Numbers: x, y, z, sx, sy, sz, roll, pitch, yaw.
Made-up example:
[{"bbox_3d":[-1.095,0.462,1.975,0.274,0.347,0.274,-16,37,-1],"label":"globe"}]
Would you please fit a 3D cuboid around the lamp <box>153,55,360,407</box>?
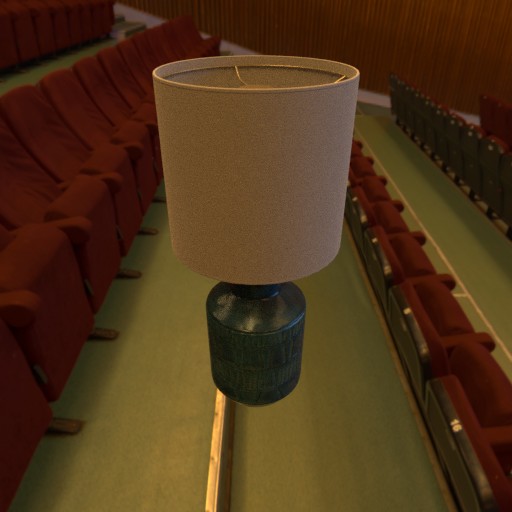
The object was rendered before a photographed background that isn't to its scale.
[{"bbox_3d":[0.000,0.000,0.578,0.211,0.455,0.211,0,31,0],"label":"lamp"}]
